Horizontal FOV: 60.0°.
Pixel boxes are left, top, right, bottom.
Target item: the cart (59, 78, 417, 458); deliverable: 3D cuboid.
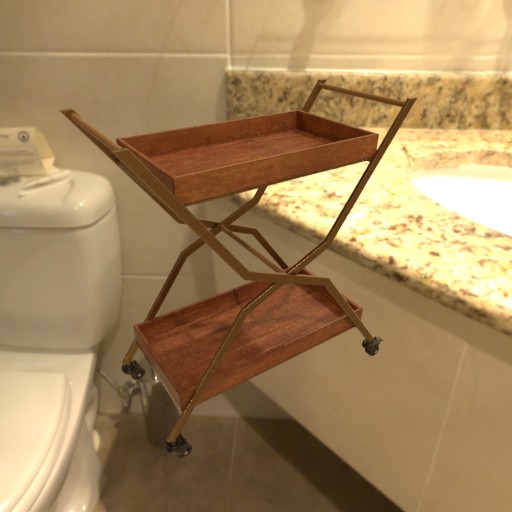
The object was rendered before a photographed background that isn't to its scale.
[{"bbox_3d":[0.000,0.000,1.304,0.836,0.869,0.405,-19,36,-29],"label":"cart"}]
